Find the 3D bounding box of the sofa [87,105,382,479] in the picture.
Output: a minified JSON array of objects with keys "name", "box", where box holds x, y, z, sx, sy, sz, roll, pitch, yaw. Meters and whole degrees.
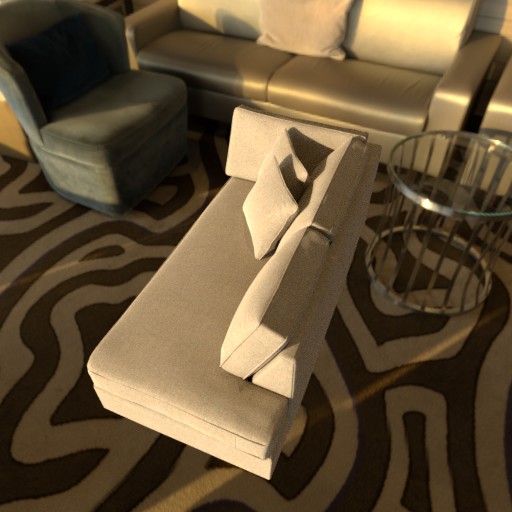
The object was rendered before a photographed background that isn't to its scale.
[{"name":"sofa","box":[0.000,0.000,2.857,1.110,1.019,2.238,16,47,16]}]
